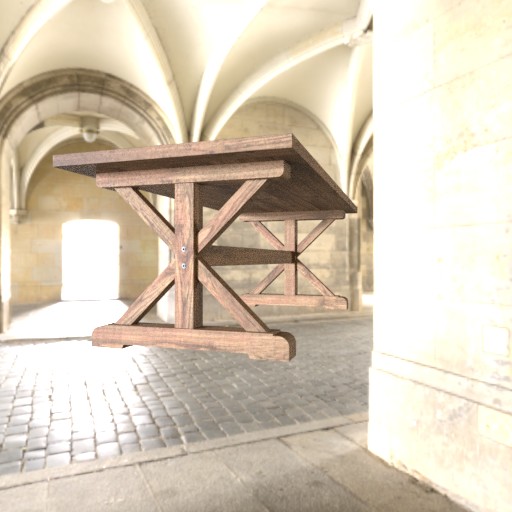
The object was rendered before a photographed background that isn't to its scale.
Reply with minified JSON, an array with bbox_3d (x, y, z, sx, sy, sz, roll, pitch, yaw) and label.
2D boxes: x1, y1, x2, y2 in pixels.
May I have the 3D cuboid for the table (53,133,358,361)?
[{"bbox_3d":[0.000,0.000,2.453,0.907,0.733,2.031,0,0,18],"label":"table"}]
